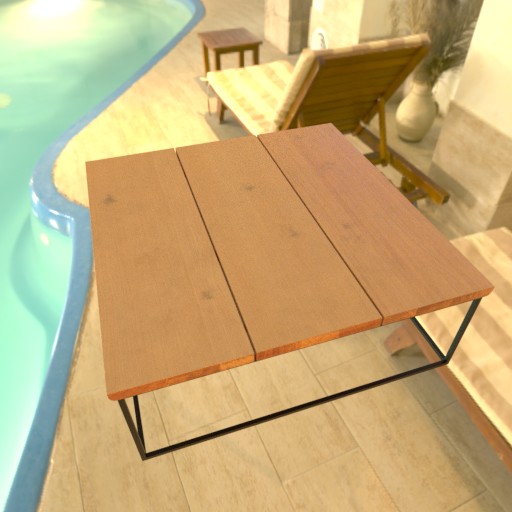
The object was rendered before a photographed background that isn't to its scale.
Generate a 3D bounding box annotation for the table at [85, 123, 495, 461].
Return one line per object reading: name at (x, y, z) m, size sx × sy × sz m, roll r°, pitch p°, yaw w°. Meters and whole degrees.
table at (0.000, 0.000, 1.682) m, size 1.100 × 0.400 × 1.100 m, roll -13°, pitch 44°, yaw -13°
